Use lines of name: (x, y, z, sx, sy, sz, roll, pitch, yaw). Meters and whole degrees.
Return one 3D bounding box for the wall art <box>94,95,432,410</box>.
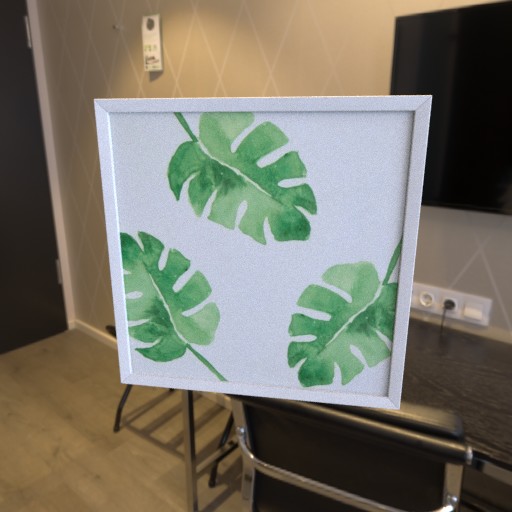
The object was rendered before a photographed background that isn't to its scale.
wall art: (0.000, 0.000, 0.455, 0.305, 0.305, 0.038, 3, 16, 9)
